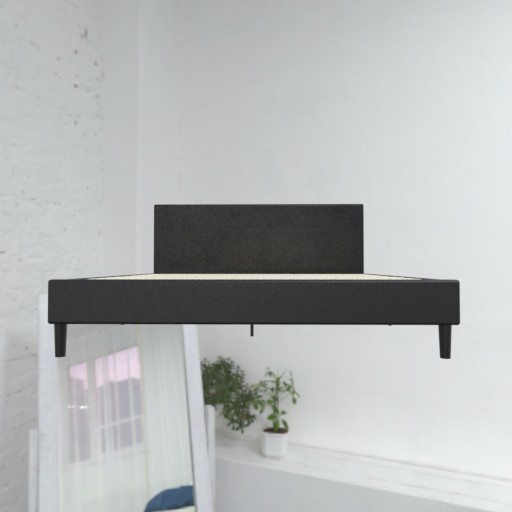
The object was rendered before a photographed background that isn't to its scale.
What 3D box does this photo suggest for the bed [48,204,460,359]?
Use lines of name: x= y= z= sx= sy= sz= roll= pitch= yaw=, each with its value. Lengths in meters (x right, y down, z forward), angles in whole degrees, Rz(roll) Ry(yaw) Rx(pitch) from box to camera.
bed: x=0.000 y=0.000 z=3.240 sx=2.018 sy=1.046 sz=2.152 roll=0 pitch=-1 yaw=1
